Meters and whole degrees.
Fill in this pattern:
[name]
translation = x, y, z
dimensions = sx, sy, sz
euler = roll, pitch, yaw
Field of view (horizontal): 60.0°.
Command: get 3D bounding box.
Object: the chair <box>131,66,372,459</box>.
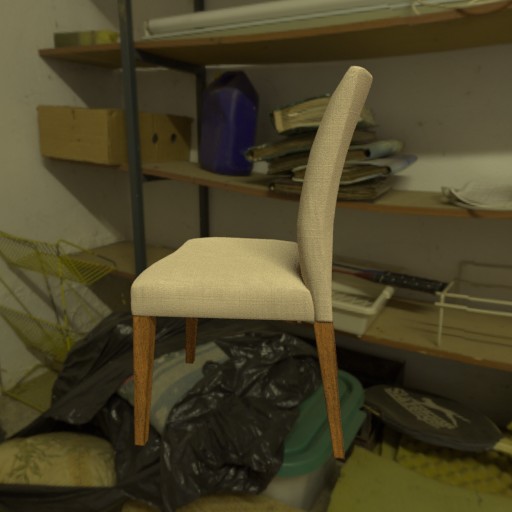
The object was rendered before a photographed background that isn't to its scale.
[chair]
translation = 0.000, 0.000, 1.270
dimensions = 0.585, 0.940, 0.496
euler = 2, 14, 8
